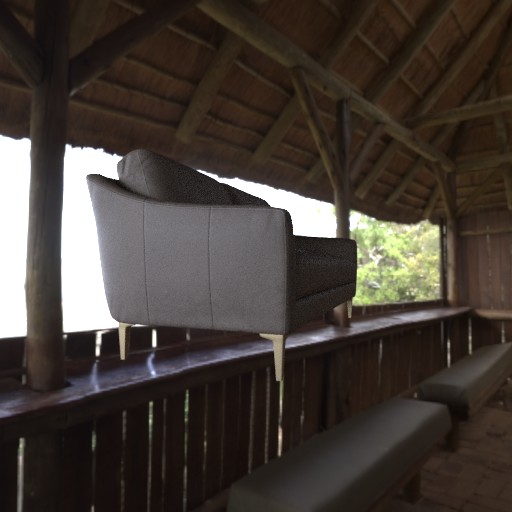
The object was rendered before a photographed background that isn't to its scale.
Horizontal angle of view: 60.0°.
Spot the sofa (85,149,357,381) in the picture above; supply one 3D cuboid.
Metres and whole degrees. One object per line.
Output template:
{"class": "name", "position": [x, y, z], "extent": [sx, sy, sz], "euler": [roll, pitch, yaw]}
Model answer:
{"class": "sofa", "position": [0.000, 0.000, 2.583], "extent": [0.960, 0.902, 2.036], "euler": [0, -1, 19]}
